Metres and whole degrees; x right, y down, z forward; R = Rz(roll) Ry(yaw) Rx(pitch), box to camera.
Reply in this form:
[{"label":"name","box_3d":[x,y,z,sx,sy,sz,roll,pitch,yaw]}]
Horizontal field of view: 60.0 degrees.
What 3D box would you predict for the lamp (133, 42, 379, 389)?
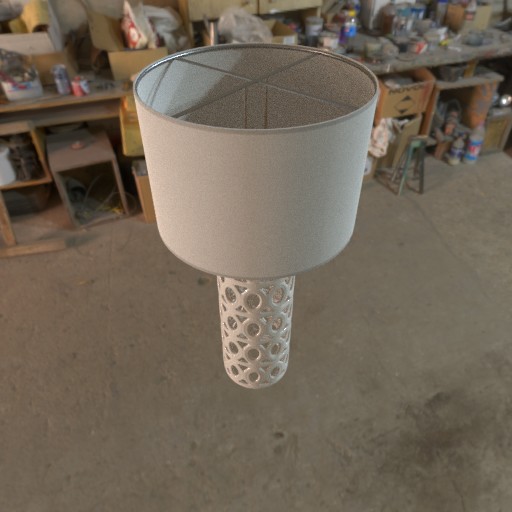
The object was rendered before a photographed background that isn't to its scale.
[{"label":"lamp","box_3d":[0.000,0.000,0.805,0.324,0.636,0.325,27,48,28]}]
